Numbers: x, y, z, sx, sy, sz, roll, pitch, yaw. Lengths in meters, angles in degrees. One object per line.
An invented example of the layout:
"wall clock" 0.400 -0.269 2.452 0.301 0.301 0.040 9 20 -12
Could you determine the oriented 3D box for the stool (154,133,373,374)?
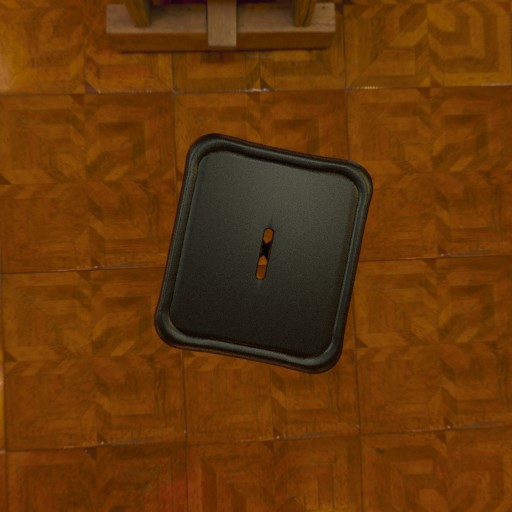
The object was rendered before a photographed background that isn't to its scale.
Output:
"stool" 0.000 0.000 0.888 0.423 0.609 0.455 0 89 -2
